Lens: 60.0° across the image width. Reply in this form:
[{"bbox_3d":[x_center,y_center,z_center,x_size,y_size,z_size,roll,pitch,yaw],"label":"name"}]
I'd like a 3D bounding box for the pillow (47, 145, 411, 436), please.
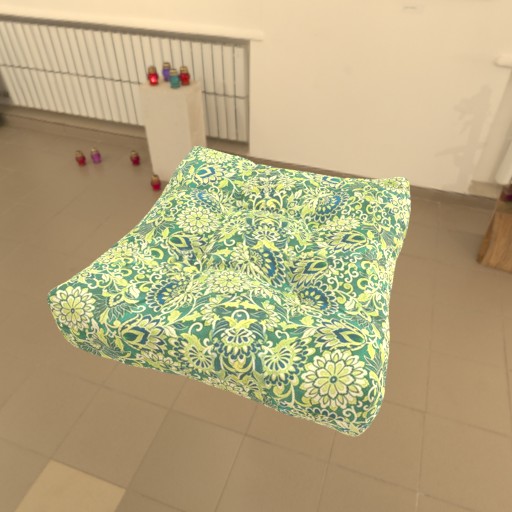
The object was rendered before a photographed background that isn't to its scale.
[{"bbox_3d":[0.000,0.000,0.743,0.468,0.128,0.490,13,43,14],"label":"pillow"}]
